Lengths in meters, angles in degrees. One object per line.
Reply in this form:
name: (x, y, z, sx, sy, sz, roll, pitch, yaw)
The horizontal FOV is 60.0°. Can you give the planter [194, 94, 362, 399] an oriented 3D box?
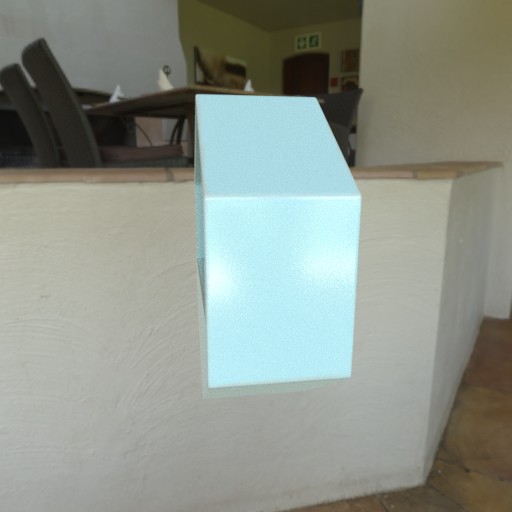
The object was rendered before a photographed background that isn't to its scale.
planter: (0.000, 0.000, 0.301, 0.078, 0.207, 0.169, -2, 13, -9)
